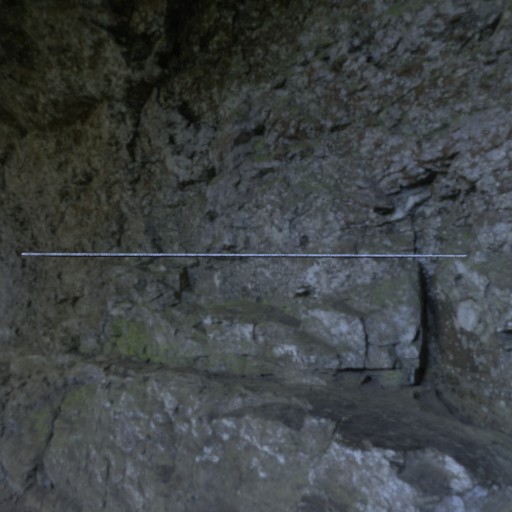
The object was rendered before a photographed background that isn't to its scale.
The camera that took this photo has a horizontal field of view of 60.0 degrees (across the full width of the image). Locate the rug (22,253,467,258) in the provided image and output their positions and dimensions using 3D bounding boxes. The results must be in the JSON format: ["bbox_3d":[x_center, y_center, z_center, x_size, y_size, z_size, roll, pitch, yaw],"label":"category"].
[{"bbox_3d":[0.000,0.000,2.704,2.436,0.013,0.807,0,-1,-17],"label":"rug"}]
